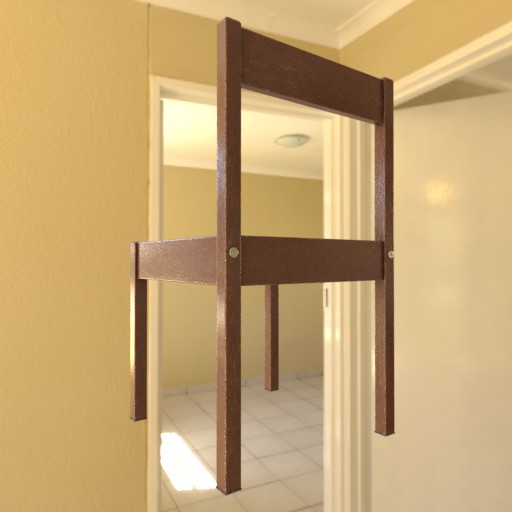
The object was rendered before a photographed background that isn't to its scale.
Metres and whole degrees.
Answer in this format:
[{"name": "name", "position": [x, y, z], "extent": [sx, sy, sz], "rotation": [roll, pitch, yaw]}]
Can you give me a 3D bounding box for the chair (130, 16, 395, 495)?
[{"name": "chair", "position": [0.000, 0.000, 0.663], "extent": [0.285, 0.505, 0.285], "rotation": [0, -1, -36]}]
